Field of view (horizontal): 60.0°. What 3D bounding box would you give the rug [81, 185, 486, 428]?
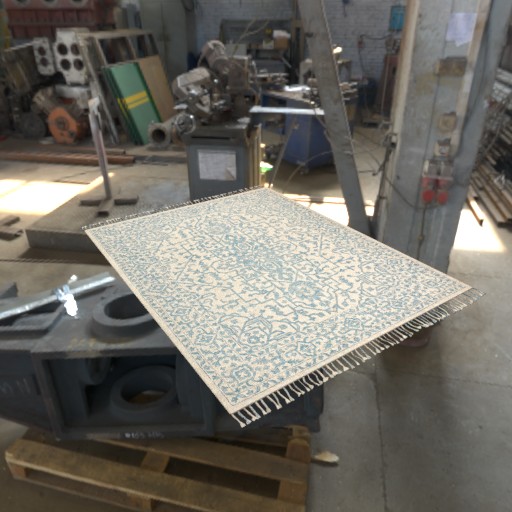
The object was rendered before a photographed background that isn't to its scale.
[{"bbox_3d":[0.000,0.000,4.315,2.464,0.010,3.327,-18,34,-30],"label":"rug"}]
